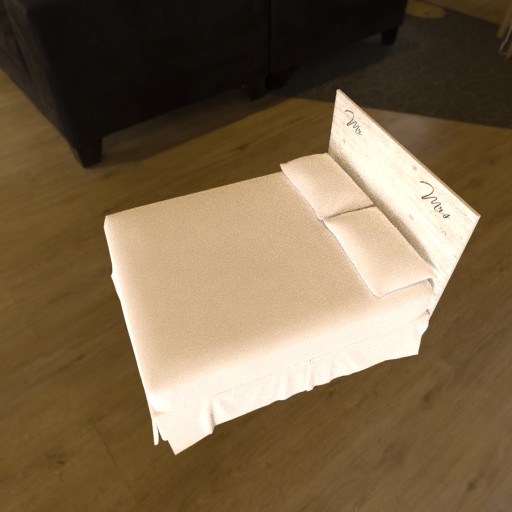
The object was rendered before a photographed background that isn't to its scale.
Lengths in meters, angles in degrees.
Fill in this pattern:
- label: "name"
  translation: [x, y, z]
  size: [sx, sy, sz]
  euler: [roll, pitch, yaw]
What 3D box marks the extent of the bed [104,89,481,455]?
- label: "bed"
  translation: [0.000, 0.000, 3.178]
  size: [2.094, 1.335, 1.745]
  euler: [-16, 49, -15]
